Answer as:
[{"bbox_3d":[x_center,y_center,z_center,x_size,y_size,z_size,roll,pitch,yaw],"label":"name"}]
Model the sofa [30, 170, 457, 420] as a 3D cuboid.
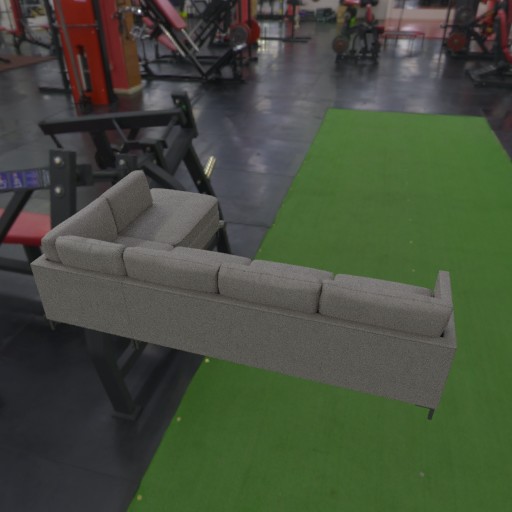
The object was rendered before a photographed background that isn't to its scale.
[{"bbox_3d":[0.000,0.000,4.202,3.331,0.964,2.077,9,33,15],"label":"sofa"}]
